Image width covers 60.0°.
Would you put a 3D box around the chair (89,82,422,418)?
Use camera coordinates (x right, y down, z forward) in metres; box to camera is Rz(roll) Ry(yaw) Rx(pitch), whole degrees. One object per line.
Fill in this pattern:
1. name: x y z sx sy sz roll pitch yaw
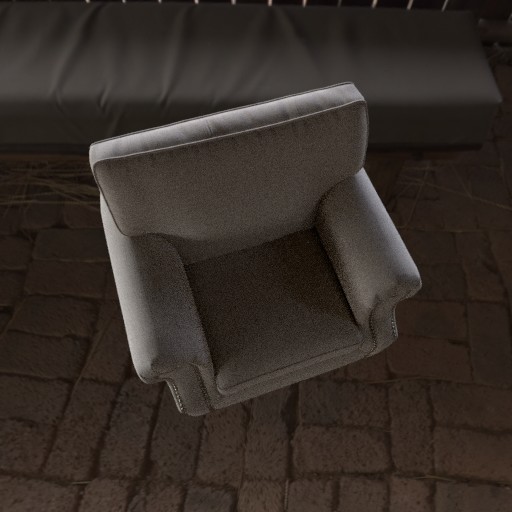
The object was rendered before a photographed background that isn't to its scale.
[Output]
1. chair: 0.000 0.000 1.805 1.092 0.961 0.965 -17 66 -8
